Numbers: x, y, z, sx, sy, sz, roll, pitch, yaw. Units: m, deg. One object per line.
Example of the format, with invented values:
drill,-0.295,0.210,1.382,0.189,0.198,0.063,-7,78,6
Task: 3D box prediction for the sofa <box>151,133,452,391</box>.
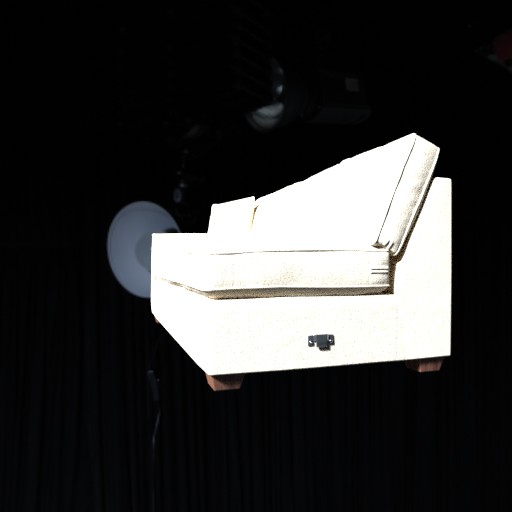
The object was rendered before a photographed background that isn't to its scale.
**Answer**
sofa,0.000,0.000,2.522,1.034,0.946,1.962,0,-1,-19
